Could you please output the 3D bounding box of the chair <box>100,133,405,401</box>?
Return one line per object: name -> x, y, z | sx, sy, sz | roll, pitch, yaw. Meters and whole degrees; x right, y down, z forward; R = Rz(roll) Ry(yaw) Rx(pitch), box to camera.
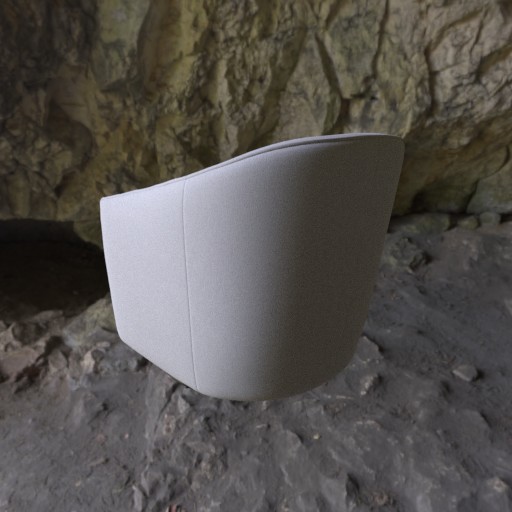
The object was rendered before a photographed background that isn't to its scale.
chair -> 0.000, 0.000, 1.486 | 0.747, 0.799, 0.875 | -14, 21, -41
